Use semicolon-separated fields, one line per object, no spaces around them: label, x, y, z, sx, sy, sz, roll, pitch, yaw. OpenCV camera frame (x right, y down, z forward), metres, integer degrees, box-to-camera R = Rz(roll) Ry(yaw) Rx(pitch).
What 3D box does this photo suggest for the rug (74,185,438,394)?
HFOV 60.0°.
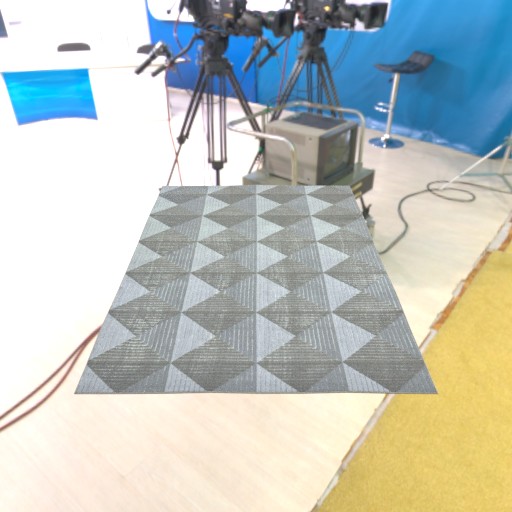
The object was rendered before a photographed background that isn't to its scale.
rug;0.000;0.000;4.342;2.428;0.027;3.333;0;33;0
